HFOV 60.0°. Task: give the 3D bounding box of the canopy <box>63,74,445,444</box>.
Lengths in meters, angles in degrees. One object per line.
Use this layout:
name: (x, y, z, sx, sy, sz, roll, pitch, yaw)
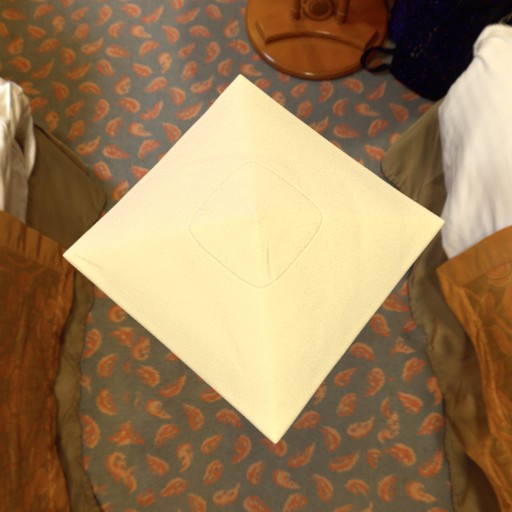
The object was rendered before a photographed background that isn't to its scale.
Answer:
canopy: (0.000, 0.000, 5.553, 2.998, 2.997, 2.996, 39, 78, 10)
